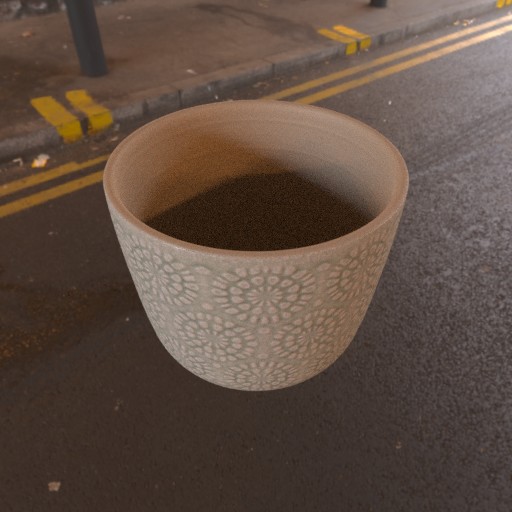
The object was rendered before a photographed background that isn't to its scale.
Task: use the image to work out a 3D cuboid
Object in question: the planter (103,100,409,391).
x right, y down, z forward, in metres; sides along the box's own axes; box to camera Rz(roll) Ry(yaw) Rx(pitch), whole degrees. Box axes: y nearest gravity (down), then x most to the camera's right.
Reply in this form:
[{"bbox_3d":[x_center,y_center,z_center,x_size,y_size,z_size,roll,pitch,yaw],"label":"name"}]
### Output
[{"bbox_3d":[0.000,0.000,0.220,0.124,0.109,0.124,0,42,0],"label":"planter"}]
